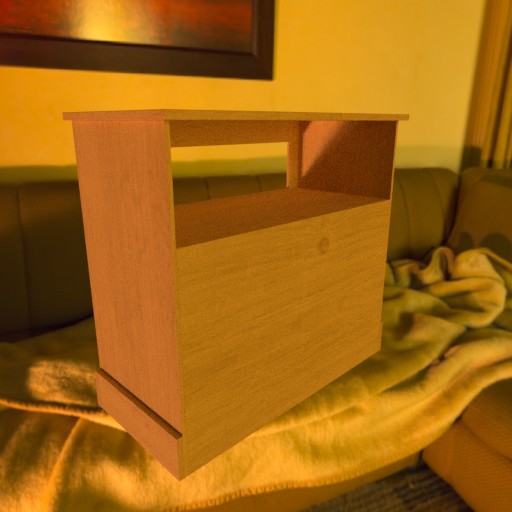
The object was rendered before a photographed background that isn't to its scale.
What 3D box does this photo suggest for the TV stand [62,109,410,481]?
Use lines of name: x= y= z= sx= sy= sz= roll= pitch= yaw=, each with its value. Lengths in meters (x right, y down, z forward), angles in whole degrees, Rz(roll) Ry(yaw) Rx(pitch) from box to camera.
TV stand: x=0.000 y=0.000 z=1.287 sx=0.851 sy=0.787 sz=0.430 roll=-16 pitch=23 yaw=-42
